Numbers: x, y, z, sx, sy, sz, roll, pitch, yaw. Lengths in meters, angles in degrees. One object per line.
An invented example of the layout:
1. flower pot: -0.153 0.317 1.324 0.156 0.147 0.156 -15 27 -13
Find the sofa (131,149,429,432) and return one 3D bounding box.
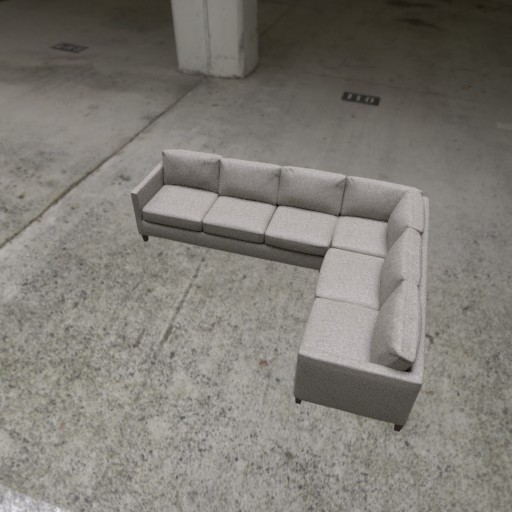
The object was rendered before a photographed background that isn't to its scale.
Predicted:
1. sofa: 0.000 0.000 4.577 3.302 0.947 2.593 12 42 13
